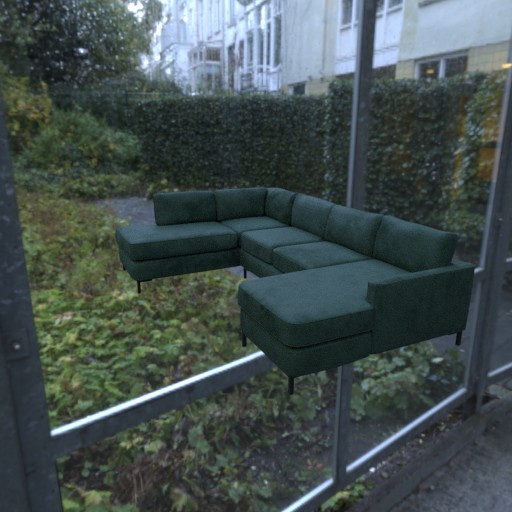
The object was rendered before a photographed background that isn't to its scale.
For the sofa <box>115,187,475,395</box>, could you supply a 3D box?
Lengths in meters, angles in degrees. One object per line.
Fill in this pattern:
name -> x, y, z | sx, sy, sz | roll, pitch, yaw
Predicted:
sofa -> 0.000, 0.000, 3.957 | 1.992, 0.861, 2.994 | -8, 18, -25
